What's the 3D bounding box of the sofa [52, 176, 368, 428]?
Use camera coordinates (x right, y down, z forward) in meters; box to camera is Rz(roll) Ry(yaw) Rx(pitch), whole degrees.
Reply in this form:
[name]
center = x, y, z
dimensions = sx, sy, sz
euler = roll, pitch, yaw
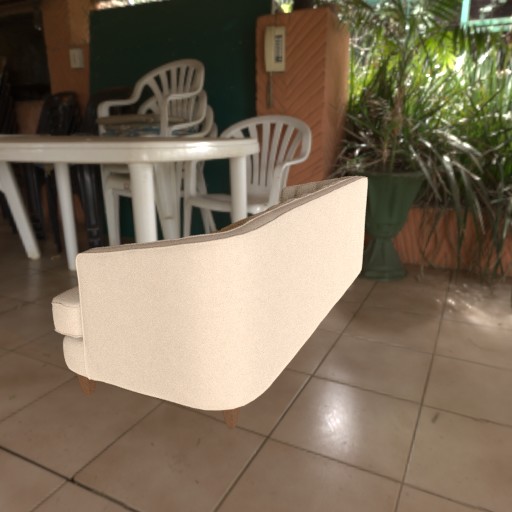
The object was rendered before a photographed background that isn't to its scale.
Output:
[sofa]
center = 0.000, 0.000, 2.695
dimensions = 0.941, 0.855, 2.278
euler = 8, 18, 24
